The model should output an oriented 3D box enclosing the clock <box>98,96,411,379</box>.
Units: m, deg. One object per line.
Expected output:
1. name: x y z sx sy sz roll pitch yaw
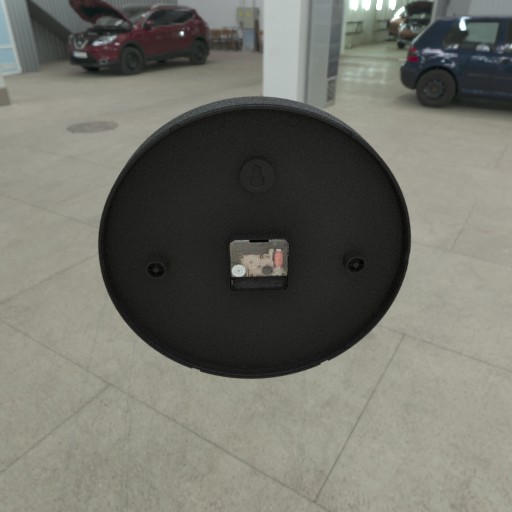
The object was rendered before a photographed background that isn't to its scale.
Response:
1. clock: 0.000 0.000 0.433 0.293 0.293 0.040 -1 30 -2
